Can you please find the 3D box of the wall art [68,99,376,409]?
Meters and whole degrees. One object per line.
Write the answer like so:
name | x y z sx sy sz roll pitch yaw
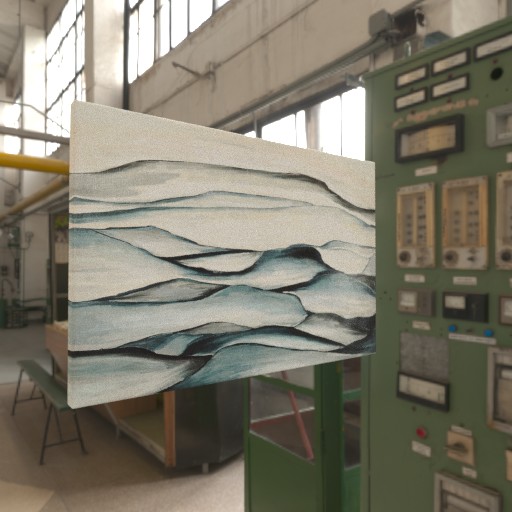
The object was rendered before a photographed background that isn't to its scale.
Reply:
wall art | 0.000 0.000 1.153 0.914 0.609 0.039 1 -1 -36
